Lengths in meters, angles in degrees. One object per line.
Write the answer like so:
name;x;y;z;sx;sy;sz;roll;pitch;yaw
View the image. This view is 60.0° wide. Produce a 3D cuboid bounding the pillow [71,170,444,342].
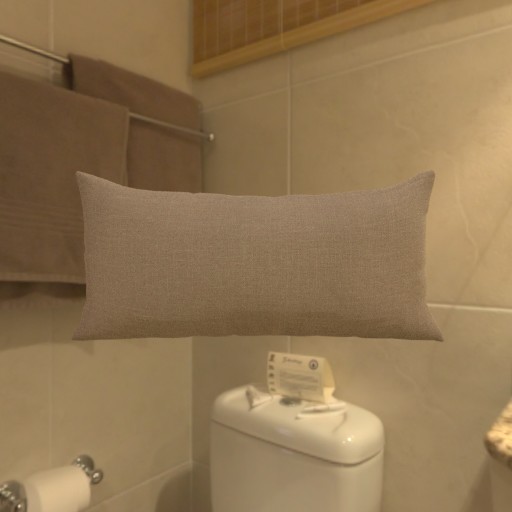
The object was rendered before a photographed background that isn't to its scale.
pillow;0.000;0.000;0.752;0.631;0.290;0.148;0;0;1
